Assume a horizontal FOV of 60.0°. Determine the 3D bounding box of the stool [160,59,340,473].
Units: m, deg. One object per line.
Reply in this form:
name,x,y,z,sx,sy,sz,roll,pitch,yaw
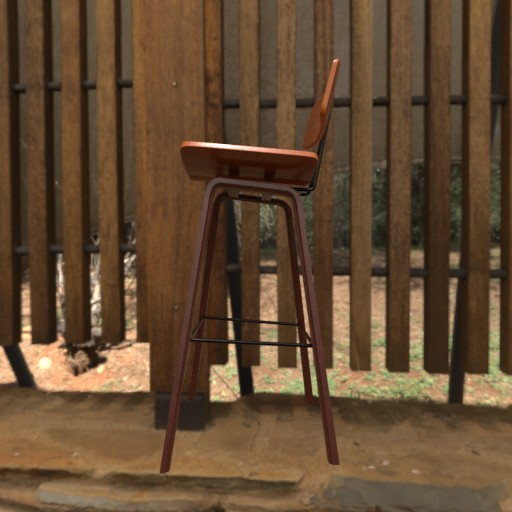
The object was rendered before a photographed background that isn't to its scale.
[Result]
stool,0.000,0.000,1.245,0.440,0.969,0.509,0,1,-1
